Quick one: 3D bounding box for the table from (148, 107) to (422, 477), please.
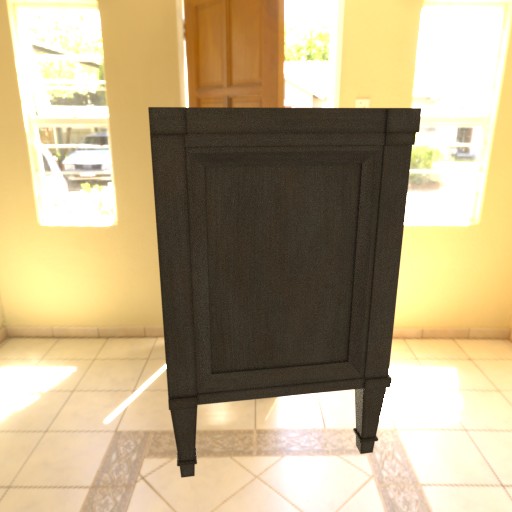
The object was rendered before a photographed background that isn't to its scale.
[{"bbox_3d":[0.000,0.000,1.057,0.413,0.660,0.660,-3,18,-9],"label":"table"}]
